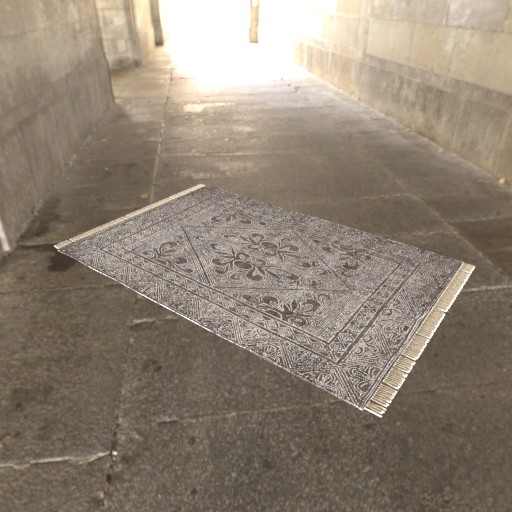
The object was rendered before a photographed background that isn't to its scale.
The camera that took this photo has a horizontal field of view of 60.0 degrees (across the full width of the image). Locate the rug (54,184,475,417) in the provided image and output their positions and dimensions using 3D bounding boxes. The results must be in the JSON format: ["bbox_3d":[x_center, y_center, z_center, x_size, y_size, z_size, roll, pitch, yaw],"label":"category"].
[{"bbox_3d":[0.000,0.000,2.995,2.440,0.010,1.529,21,36,31],"label":"rug"}]
